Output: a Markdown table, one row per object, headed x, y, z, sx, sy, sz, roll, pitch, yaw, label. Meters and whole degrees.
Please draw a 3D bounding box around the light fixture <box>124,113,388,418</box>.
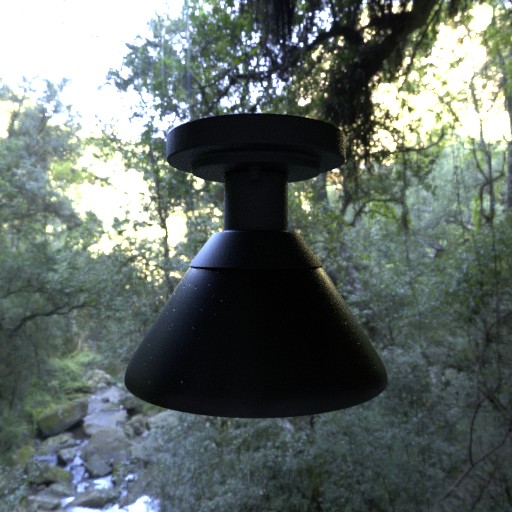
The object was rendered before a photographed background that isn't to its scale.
| x | y | z | sx | sy | sz | roll | pitch | yaw | label |
| --- | --- | --- | --- | --- | --- | --- | --- | --- | --- |
| 0.000 | 0.000 | 0.351 | 0.200 | 0.183 | 0.200 | 0 | 0 | 0 | light fixture |
